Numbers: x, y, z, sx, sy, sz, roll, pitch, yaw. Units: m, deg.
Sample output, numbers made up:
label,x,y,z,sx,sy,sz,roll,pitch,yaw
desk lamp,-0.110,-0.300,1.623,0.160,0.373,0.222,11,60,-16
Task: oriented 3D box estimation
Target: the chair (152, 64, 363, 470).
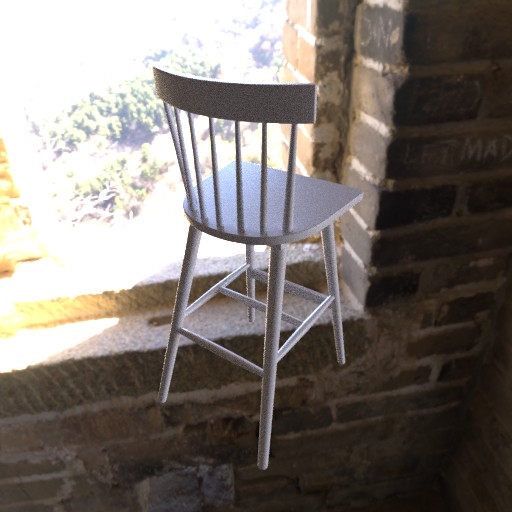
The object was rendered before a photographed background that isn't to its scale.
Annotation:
label,x,y,z,sx,sy,sz,roll,pitch,yaw
chair,0.000,0.000,1.378,0.483,1.092,0.572,20,37,30
